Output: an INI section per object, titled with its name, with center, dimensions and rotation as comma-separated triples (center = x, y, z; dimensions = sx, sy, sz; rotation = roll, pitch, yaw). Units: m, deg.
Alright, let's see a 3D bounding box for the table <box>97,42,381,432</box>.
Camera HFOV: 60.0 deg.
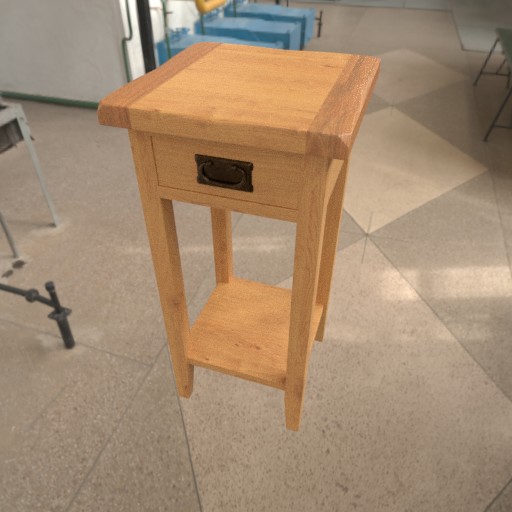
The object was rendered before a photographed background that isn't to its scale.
[table]
center = 0.000, 0.000, 0.944
dimensions = 0.360, 0.740, 0.360
rotation = 12, 41, 14
